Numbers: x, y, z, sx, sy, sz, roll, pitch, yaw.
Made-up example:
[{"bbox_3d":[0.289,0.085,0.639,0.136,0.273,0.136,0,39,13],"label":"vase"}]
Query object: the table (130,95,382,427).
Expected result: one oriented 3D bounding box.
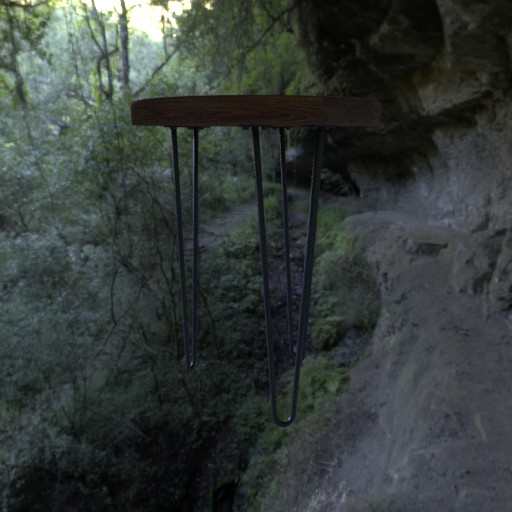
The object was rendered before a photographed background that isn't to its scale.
[{"bbox_3d":[0.000,0.000,0.800,0.400,0.520,0.400,0,16,0],"label":"table"}]
